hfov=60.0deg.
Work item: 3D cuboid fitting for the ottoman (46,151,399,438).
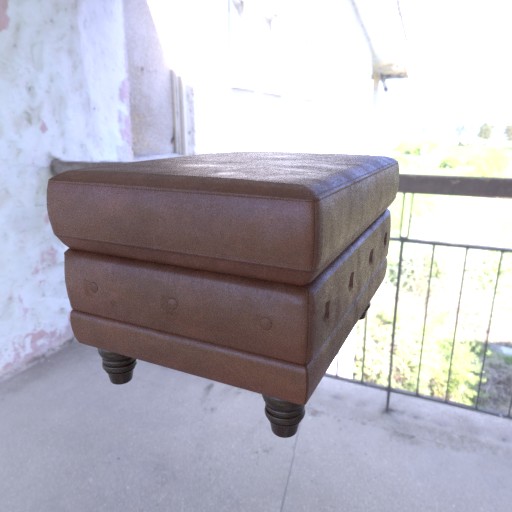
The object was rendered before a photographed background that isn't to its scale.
[{"bbox_3d":[0.000,0.000,1.172,0.588,0.509,0.795,8,18,25],"label":"ottoman"}]
